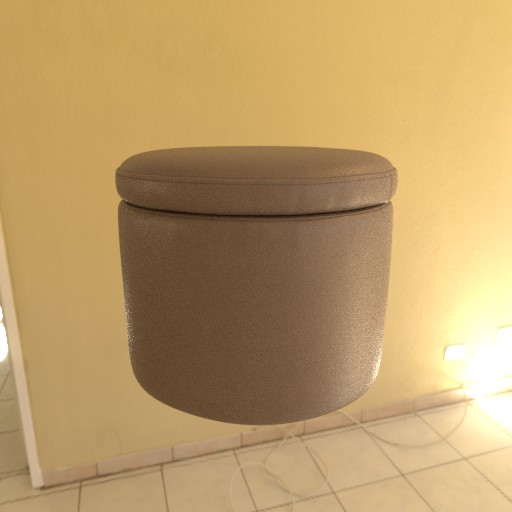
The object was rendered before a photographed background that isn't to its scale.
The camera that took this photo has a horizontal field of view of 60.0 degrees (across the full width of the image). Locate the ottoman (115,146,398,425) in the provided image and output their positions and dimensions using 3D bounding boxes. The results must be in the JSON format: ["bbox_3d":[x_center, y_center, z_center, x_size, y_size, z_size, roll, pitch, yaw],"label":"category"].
[{"bbox_3d":[0.000,0.000,0.857,0.500,0.409,0.500,0,15,0],"label":"ottoman"}]
